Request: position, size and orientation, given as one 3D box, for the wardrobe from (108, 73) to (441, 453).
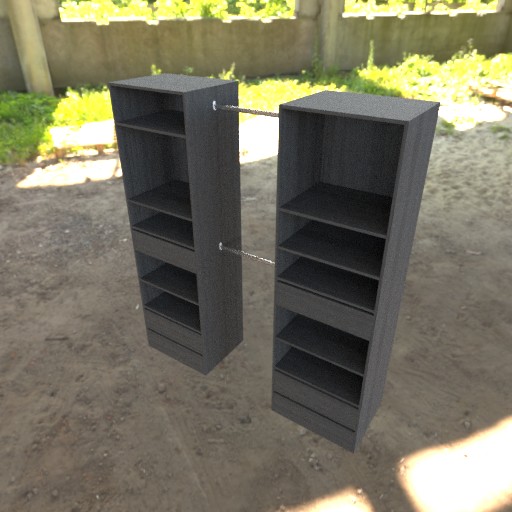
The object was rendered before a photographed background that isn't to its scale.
[{"bbox_3d":[0.000,0.000,2.831,1.770,2.000,0.480,18,34,29],"label":"wardrobe"}]
